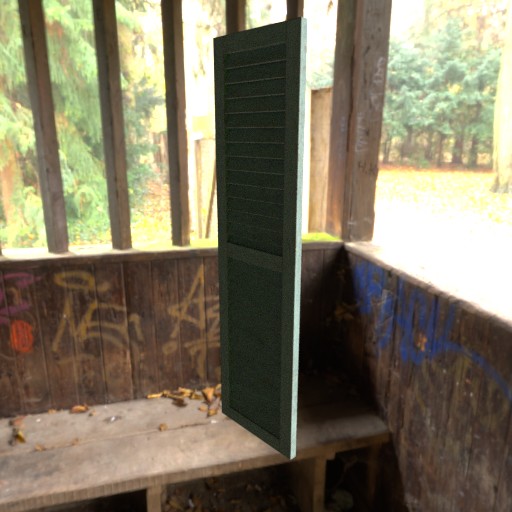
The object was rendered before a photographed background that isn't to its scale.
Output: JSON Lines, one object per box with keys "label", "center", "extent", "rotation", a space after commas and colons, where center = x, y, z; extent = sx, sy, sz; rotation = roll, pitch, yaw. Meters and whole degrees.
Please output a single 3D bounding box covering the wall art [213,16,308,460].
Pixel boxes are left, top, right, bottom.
{"label": "wall art", "center": [0.000, 0.000, 1.310], "extent": [0.025, 1.219, 0.329], "rotation": [-14, 21, -42]}
